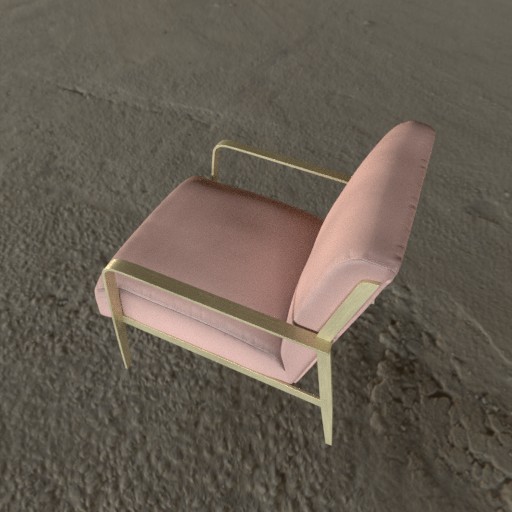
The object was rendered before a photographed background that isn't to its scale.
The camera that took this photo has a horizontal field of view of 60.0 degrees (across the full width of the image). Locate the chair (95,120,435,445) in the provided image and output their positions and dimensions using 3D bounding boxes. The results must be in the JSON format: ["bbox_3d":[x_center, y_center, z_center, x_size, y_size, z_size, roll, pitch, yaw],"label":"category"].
[{"bbox_3d":[0.000,0.000,1.438,0.848,0.823,0.701,17,48,16],"label":"chair"}]
